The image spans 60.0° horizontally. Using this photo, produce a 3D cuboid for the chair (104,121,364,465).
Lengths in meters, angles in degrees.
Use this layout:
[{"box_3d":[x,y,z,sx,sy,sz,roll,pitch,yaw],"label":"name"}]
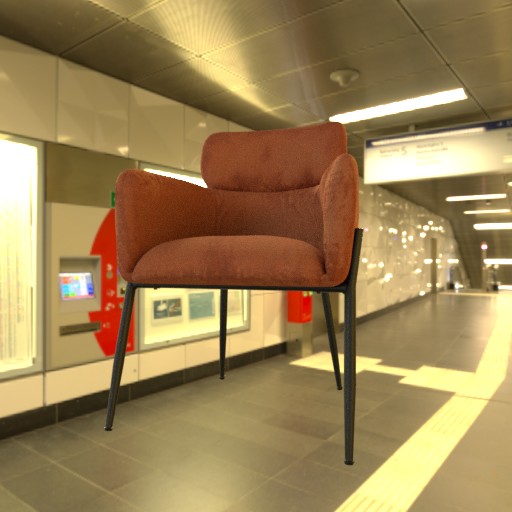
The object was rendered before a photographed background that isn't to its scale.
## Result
[{"box_3d":[0.000,0.000,1.131,0.561,0.772,0.523,0,0,18],"label":"chair"}]
